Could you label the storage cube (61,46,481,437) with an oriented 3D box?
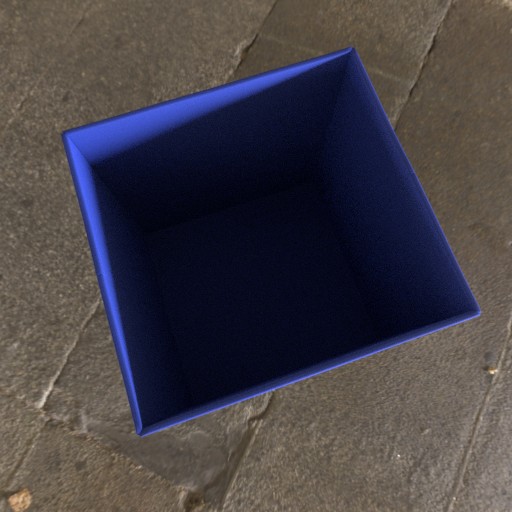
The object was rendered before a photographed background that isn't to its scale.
[{"bbox_3d":[0.000,0.000,0.485,0.270,0.280,0.270,-18,75,-5],"label":"storage cube"}]
